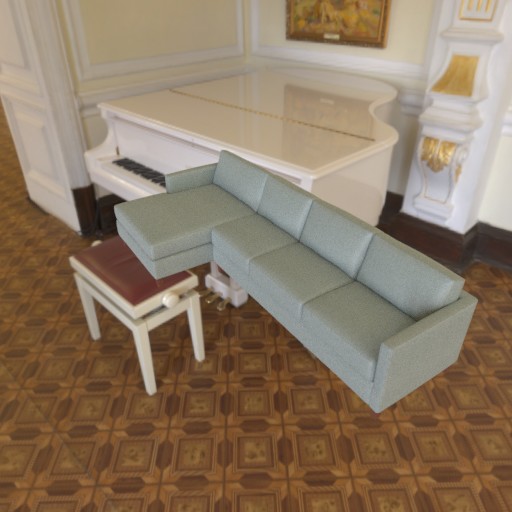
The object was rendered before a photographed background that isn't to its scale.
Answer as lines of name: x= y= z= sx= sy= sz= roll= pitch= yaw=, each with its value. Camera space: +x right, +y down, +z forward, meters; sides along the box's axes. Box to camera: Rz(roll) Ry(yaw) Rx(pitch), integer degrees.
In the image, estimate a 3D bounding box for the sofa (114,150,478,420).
sofa: x=0.000 y=0.000 z=4.164 sx=1.600 sy=0.953 sz=3.470 roll=-20 pitch=37 yaw=-28
